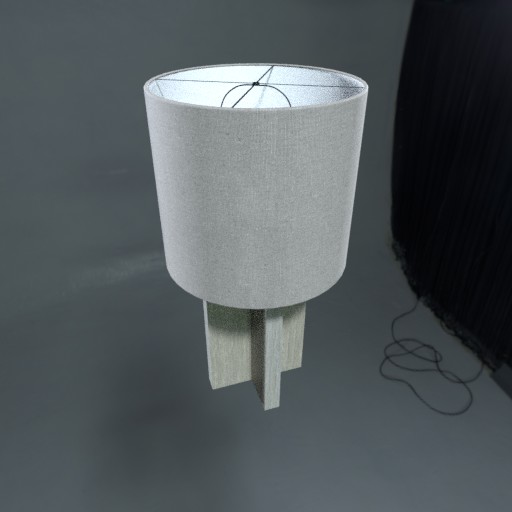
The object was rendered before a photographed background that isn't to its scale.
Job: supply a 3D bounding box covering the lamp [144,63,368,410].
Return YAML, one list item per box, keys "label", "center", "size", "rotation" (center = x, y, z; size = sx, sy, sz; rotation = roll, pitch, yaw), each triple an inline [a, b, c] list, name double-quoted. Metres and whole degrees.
- label: "lamp"
  center: [0.000, 0.000, 0.573]
  size: [0.229, 0.428, 0.229]
  rotation: [-10, 34, -16]
